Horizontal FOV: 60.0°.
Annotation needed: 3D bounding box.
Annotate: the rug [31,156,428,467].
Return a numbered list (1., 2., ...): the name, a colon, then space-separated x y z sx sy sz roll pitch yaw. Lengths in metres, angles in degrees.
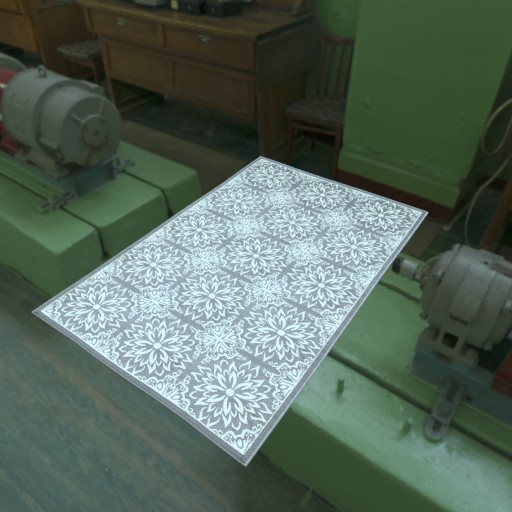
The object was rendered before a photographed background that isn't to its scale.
1. rug: 0.000 0.000 3.479 1.819 0.018 2.746 25 46 26
